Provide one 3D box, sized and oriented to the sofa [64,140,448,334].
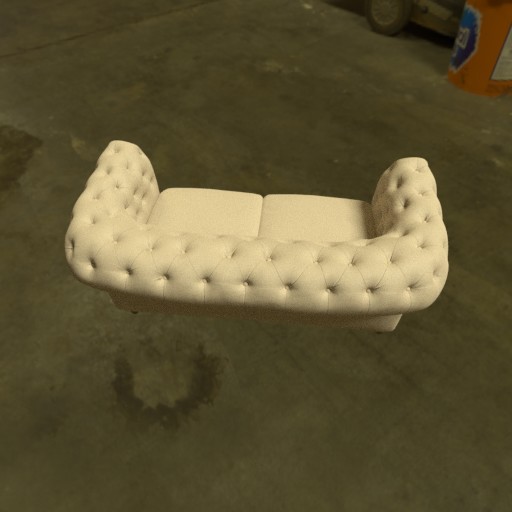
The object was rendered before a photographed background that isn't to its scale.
[{"bbox_3d":[0.000,0.000,2.563,1.988,0.835,1.069,4,47,4],"label":"sofa"}]
